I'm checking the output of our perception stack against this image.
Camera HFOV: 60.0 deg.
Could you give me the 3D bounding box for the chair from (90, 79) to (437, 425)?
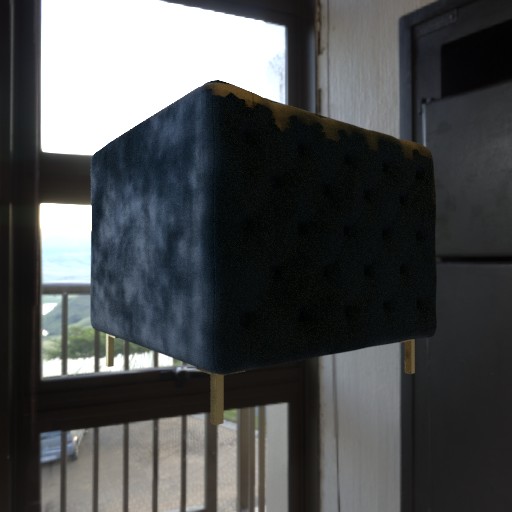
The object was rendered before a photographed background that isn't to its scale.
[{"bbox_3d":[0.000,0.000,1.514,0.877,0.771,0.868,1,-1,-38],"label":"chair"}]
